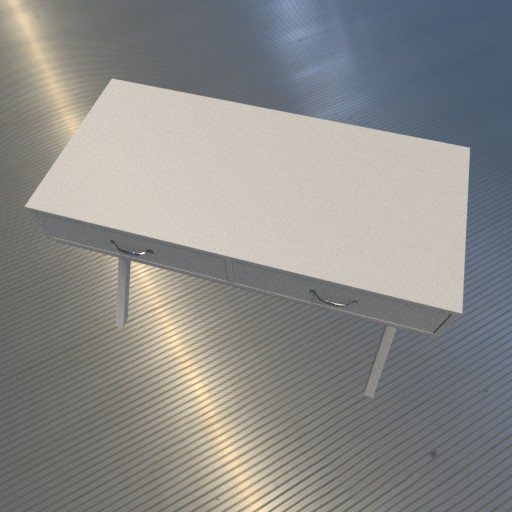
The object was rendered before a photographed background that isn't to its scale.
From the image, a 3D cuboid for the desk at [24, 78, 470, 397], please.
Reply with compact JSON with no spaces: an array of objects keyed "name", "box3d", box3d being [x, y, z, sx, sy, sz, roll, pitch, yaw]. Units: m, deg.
[{"name":"desk","box3d":[0.000,0.000,1.480,1.057,0.780,0.525,14,60,8]}]
